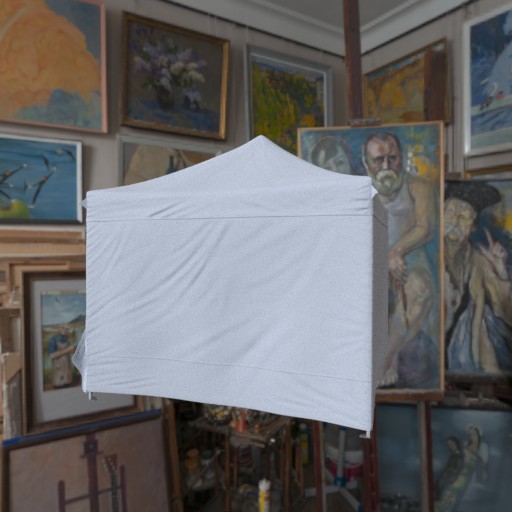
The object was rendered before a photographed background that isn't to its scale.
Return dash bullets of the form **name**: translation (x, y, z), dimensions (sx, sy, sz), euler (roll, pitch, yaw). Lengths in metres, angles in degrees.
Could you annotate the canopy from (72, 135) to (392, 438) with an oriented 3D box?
- **canopy**: translation (0.000, 0.000, 5.529), dimensions (3.121, 2.997, 3.043), euler (0, 1, 19)
